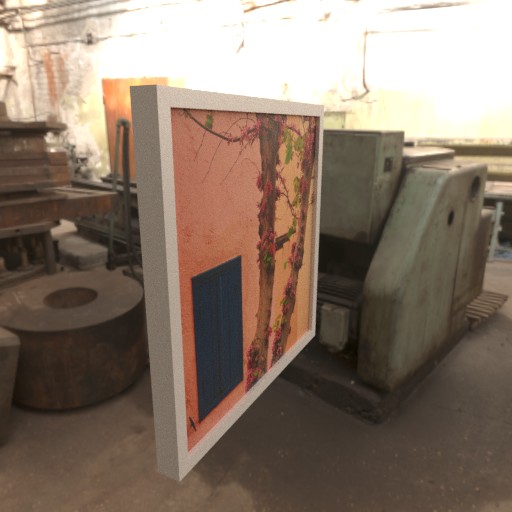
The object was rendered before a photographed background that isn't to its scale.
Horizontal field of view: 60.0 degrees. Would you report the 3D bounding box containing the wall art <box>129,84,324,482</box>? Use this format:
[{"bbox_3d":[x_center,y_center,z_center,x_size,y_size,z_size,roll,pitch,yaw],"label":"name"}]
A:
[{"bbox_3d":[0.000,0.000,0.757,0.038,0.508,0.507,9,18,27],"label":"wall art"}]
